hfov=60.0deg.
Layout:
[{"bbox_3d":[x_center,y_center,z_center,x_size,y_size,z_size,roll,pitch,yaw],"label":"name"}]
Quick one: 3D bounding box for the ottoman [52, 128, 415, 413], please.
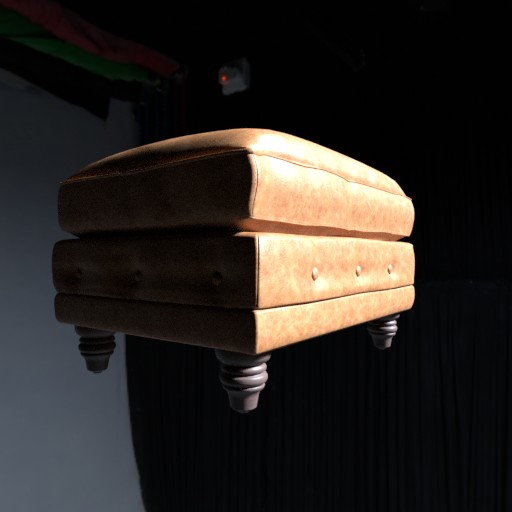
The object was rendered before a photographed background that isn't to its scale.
[{"bbox_3d":[0.000,0.000,1.034,0.533,0.480,0.710,0,0,37],"label":"ottoman"}]
